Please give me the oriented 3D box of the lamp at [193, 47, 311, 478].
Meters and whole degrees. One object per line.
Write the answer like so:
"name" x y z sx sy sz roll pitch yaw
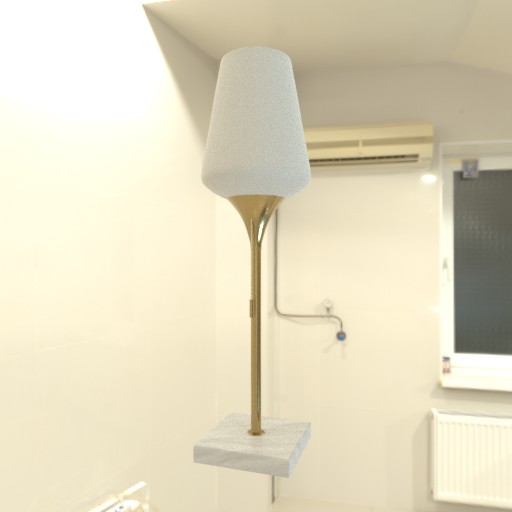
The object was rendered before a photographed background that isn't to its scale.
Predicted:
"lamp" 0.000 0.000 0.733 0.181 0.639 0.181 0 0 19
